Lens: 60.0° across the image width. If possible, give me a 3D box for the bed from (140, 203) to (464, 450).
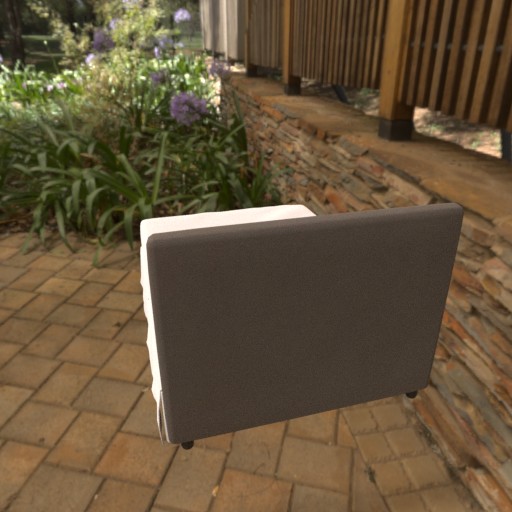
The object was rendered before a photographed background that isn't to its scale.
[{"bbox_3d":[0.000,0.000,3.308,1.723,1.330,2.142,-7,26,-14],"label":"bed"}]
